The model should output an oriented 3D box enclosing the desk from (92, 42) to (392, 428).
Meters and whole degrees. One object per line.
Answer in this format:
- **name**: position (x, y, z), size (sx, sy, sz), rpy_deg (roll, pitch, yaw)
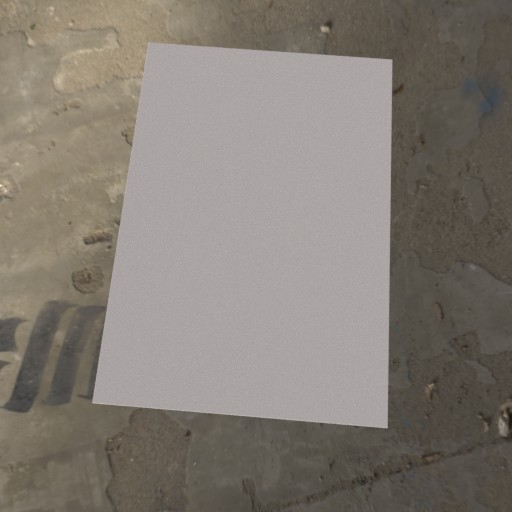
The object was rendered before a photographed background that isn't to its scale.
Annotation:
- **desk**: position (0.000, 0.000, 1.320), size (0.573, 0.766, 0.811), rpy_deg (4, 77, 1)
